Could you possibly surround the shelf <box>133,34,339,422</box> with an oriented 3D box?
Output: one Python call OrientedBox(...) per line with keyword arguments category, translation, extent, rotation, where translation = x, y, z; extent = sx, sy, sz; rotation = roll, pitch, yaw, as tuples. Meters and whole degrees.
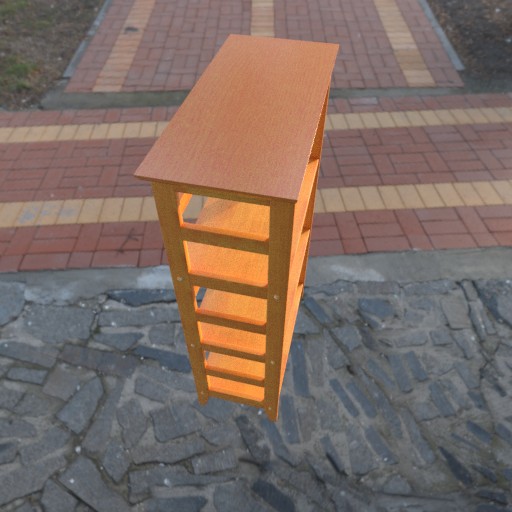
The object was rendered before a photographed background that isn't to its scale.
OrientedBox(category="shelf", translation=(0.000, 0.000, 1.396), extent=(0.305, 1.067, 0.660), rotation=(10, 48, 9))
